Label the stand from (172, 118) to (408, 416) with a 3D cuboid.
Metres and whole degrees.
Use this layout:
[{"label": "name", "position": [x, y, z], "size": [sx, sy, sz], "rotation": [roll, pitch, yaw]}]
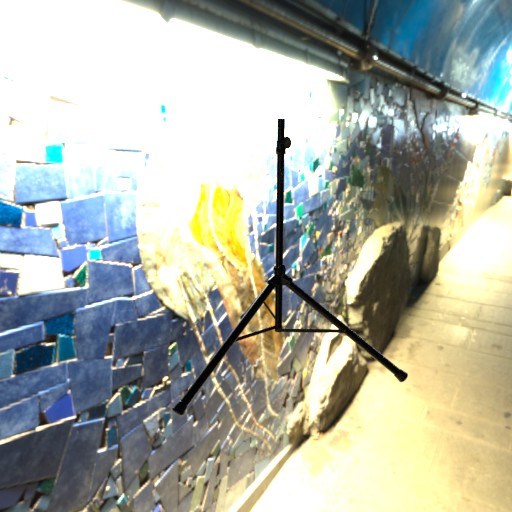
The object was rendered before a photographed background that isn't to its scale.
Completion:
[{"label": "stand", "position": [0.000, 0.000, 1.896], "size": [0.907, 1.136, 1.045], "rotation": [-14, 20, -43]}]
